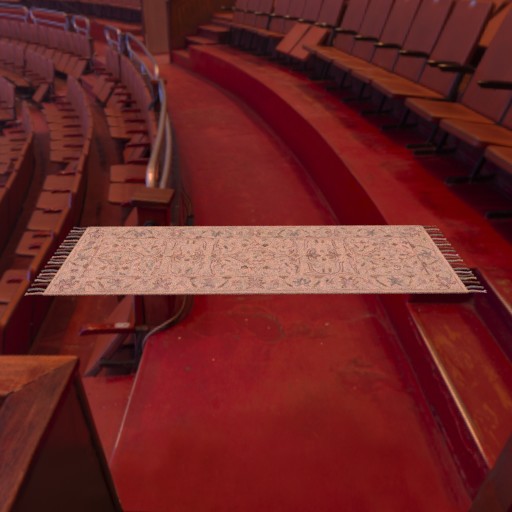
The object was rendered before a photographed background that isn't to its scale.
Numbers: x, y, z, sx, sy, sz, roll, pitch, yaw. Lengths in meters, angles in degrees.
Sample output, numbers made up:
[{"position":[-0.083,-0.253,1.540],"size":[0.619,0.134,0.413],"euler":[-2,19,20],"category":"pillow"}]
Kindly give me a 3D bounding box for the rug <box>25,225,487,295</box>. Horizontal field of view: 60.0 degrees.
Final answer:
[{"position":[0.000,0.000,2.660],"size":[2.440,0.013,0.769],"euler":[0,31,0],"category":"rug"}]
